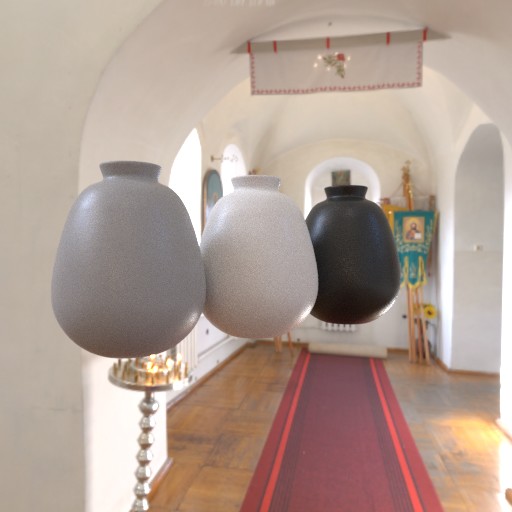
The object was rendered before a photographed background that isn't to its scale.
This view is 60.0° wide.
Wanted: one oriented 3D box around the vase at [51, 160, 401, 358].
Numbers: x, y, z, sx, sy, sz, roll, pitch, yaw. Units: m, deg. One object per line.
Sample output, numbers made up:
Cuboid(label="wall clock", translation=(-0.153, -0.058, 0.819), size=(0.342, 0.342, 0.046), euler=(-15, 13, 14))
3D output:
Cuboid(label="vase", translation=(0.000, 0.000, 0.350), size=(0.297, 0.122, 0.097), euler=(-1, 2, -35))
